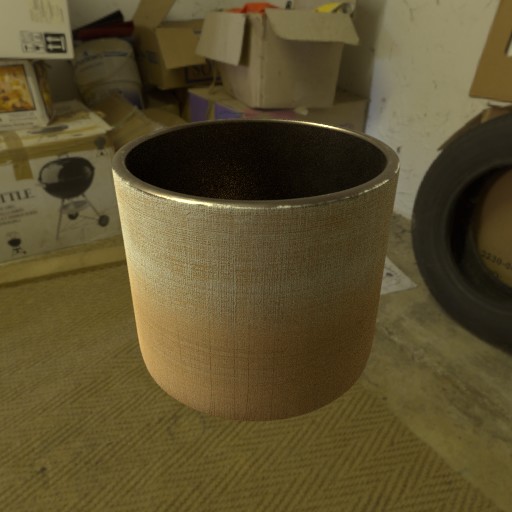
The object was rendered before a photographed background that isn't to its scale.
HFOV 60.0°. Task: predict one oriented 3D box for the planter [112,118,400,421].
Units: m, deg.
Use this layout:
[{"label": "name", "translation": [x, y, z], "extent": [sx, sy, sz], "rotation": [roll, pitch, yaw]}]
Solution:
[{"label": "planter", "translation": [0.000, 0.000, 0.451], "extent": [0.254, 0.221, 0.254], "rotation": [0, 30, 0]}]
